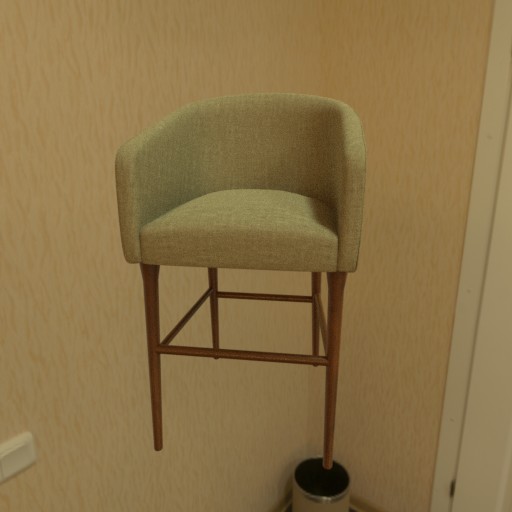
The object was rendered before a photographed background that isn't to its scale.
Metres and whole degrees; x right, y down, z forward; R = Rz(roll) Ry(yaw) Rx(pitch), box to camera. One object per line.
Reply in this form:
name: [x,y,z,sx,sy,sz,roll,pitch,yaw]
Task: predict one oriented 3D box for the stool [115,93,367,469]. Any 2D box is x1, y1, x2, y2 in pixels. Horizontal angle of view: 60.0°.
stool: [0.000,0.000,1.308,0.559,0.952,0.635,2,16,8]
